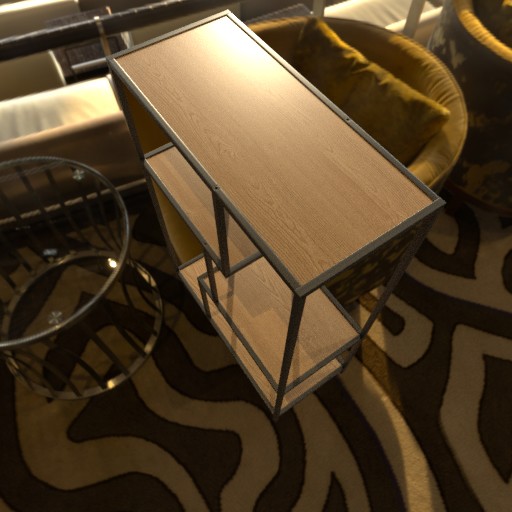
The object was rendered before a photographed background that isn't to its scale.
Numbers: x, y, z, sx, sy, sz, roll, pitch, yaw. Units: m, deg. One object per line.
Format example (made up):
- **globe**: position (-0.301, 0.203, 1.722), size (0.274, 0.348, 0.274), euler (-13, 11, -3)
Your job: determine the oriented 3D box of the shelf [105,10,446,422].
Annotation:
- **shelf**: position (0.000, 0.000, 1.444), size (0.350, 1.138, 0.770), euler (-31, 64, -17)
